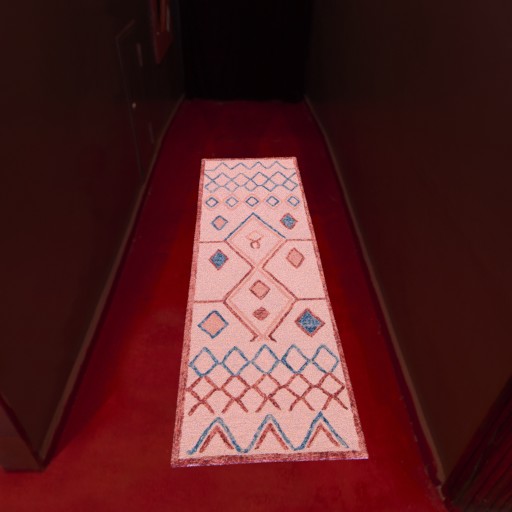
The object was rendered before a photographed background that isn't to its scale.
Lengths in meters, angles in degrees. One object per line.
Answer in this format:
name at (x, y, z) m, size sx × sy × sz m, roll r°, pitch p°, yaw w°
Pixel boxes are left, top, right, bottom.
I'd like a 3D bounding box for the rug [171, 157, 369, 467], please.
rug at (0.000, 0.000, 2.605) m, size 0.750 × 0.011 × 2.435 m, roll -2°, pitch 40°, yaw -2°
